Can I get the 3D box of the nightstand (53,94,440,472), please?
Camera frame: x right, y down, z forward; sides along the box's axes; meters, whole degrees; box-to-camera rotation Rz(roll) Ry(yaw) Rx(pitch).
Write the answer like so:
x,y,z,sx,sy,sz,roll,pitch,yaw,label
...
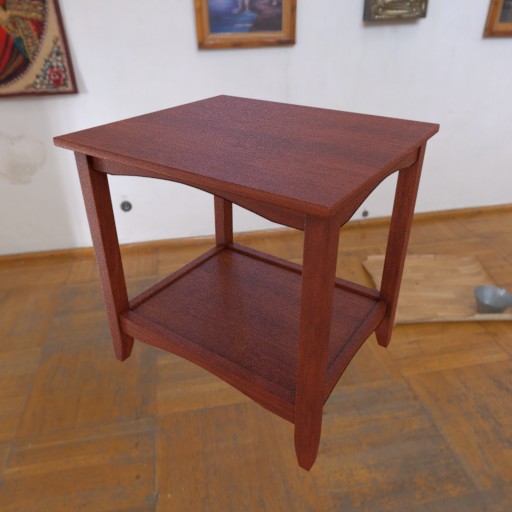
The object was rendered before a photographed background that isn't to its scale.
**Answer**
x,y,z,sx,sy,sz,roll,pitch,yaw,label
0.000,0.000,0.990,0.558,0.558,0.501,19,35,29,nightstand
